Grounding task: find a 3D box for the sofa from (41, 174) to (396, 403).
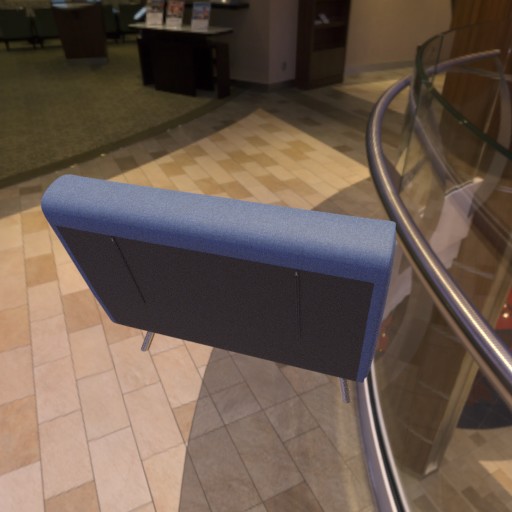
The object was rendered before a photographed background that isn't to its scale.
[{"bbox_3d":[0.000,0.000,1.730,0.999,0.860,0.996,10,35,15],"label":"sofa"}]
